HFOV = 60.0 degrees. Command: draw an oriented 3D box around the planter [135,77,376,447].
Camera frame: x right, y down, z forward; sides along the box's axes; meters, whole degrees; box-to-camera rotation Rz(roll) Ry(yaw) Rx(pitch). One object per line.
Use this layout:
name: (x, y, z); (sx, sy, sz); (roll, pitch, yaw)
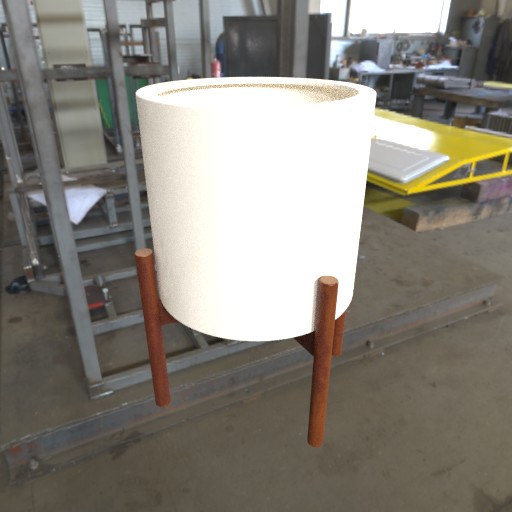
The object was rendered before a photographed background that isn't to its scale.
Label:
planter: (0.000, 0.000, 0.943); (0.417, 0.670, 0.417); (9, 29, 16)
